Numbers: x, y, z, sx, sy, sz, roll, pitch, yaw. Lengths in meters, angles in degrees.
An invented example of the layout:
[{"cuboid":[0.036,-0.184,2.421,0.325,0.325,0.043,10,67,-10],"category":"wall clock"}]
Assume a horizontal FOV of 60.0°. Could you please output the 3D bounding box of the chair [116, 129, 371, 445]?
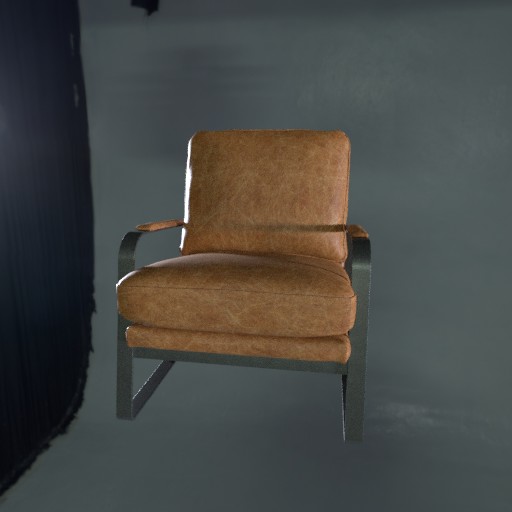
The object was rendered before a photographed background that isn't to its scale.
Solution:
[{"cuboid":[0.000,0.000,1.381,0.651,0.777,0.801,2,14,9],"category":"chair"}]
